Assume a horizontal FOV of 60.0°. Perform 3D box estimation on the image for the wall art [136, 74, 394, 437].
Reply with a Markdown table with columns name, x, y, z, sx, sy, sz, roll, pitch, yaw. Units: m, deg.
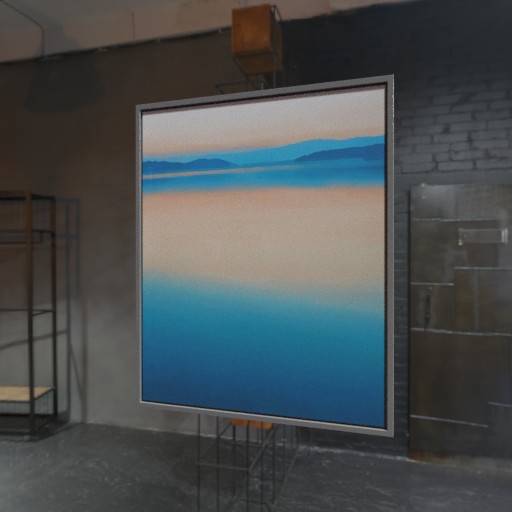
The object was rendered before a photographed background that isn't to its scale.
| name | x | y | z | sx | sy | sz | roll | pitch | yaw |
| --- | --- | --- | --- | --- | --- | --- | --- | --- | --- |
| wall art | 0.000 | 0.000 | 0.764 | 0.453 | 0.554 | 0.037 | 0 | 0 | 18 |
